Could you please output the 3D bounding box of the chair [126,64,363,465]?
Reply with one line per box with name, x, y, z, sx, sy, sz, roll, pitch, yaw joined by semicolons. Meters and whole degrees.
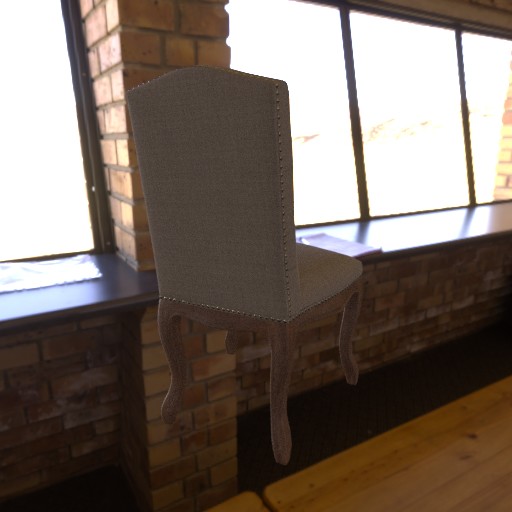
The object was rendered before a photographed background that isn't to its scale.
chair;0.000;0.000;1.592;0.637;1.191;0.731;7;16;26
